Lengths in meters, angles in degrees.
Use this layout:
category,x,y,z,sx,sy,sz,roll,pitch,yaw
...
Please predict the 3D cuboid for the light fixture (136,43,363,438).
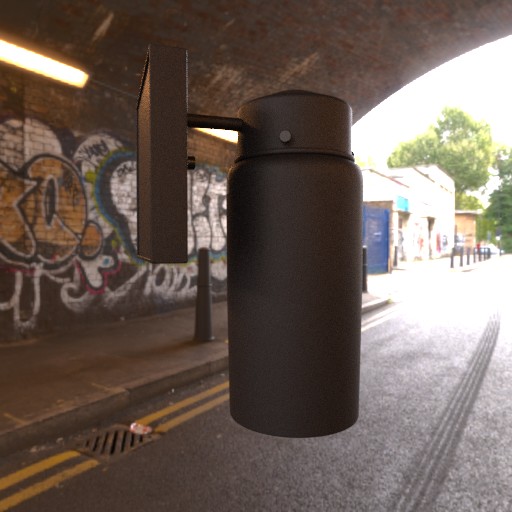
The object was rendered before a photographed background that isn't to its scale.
category,x,y,z,sx,sy,sz,roll,pitch,yaw
light fixture,0.000,0.000,0.353,0.176,0.257,0.130,-1,2,-19
